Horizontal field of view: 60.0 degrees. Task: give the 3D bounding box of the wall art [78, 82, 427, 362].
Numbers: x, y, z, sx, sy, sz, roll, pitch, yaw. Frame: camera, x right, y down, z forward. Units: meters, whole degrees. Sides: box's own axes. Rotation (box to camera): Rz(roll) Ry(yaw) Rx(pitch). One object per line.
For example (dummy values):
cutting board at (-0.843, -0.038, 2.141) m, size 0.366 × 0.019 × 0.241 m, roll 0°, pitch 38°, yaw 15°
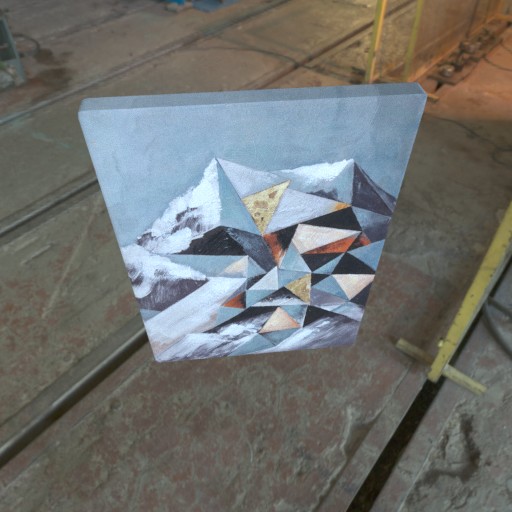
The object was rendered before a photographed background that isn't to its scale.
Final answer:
wall art at (0.000, 0.000, 0.804) m, size 0.455 × 0.613 × 0.037 m, roll -4°, pitch 47°, yaw -4°
